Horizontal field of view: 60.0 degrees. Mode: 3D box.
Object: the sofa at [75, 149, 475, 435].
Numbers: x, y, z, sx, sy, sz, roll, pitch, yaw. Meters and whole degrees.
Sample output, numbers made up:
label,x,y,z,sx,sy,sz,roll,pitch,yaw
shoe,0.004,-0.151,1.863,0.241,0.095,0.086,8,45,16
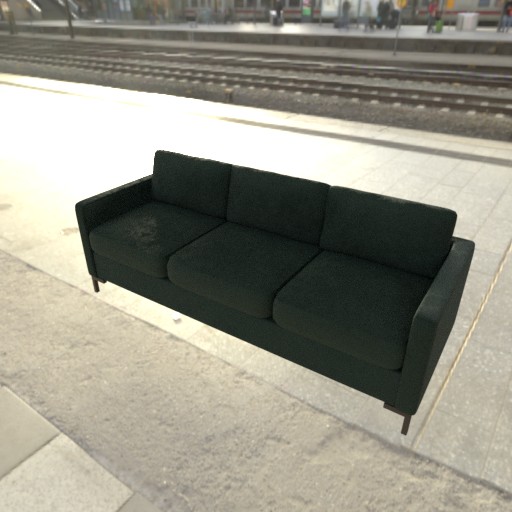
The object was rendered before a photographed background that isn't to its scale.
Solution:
label,x,y,z,sx,sy,sz,roll,pitch,yaw
sofa,0.000,0.000,2.651,2.218,0.870,0.859,18,34,29
